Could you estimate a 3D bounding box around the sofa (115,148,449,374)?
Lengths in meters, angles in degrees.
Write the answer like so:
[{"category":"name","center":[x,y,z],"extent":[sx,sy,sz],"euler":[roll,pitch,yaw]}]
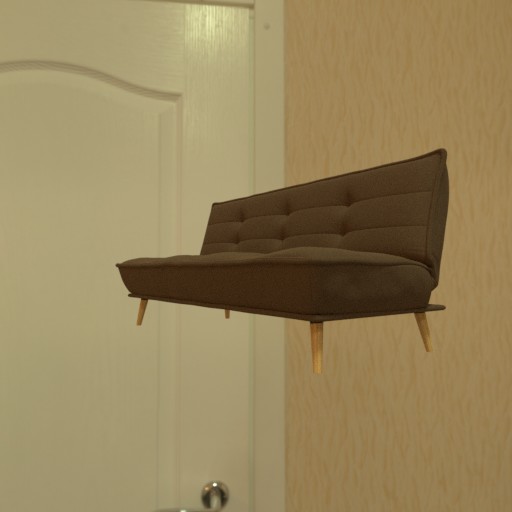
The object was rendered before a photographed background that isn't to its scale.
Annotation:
[{"category":"sofa","center":[0.000,0.000,2.478],"extent":[0.950,0.890,1.940],"euler":[1,-2,-36]}]
